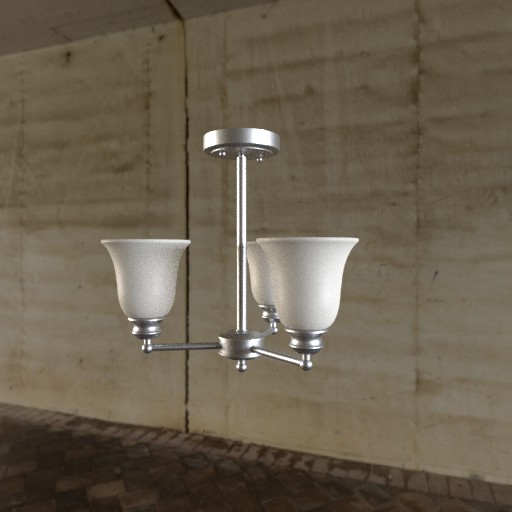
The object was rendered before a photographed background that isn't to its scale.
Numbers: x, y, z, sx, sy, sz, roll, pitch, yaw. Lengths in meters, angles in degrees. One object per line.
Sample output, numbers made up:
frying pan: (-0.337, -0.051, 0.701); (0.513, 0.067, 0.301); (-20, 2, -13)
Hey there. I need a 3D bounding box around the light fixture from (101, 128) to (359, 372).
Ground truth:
light fixture: (0.000, 0.000, 0.673); (0.388, 0.370, 0.354); (-1, 1, -38)
